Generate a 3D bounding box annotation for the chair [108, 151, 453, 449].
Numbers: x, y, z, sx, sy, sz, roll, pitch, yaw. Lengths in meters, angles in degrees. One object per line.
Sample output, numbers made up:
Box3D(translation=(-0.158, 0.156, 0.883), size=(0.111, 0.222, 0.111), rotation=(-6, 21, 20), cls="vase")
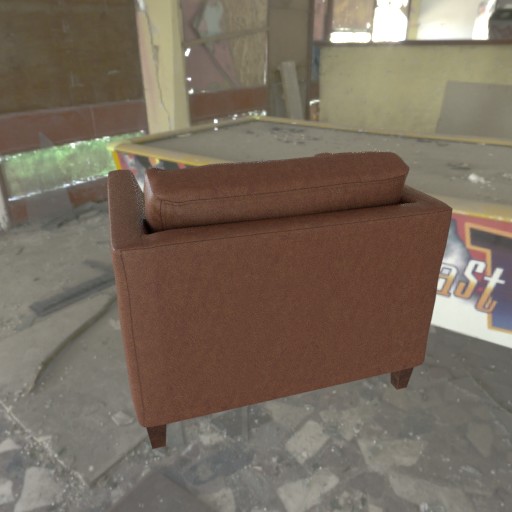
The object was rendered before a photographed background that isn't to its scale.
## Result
Box3D(translation=(0.000, 0.000, 1.825), size=(1.107, 0.917, 0.959), rotation=(-8, 26, -16), cls="chair")
